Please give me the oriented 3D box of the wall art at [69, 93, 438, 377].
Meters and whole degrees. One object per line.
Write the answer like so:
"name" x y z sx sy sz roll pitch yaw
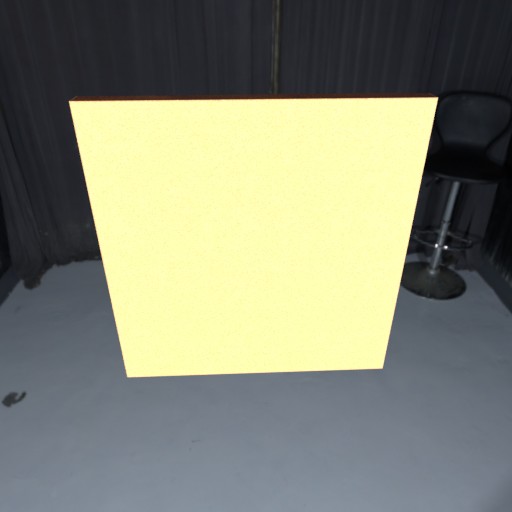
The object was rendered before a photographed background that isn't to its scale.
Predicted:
"wall art" 0.000 0.000 0.829 0.554 0.572 0.037 -1 31 -2
